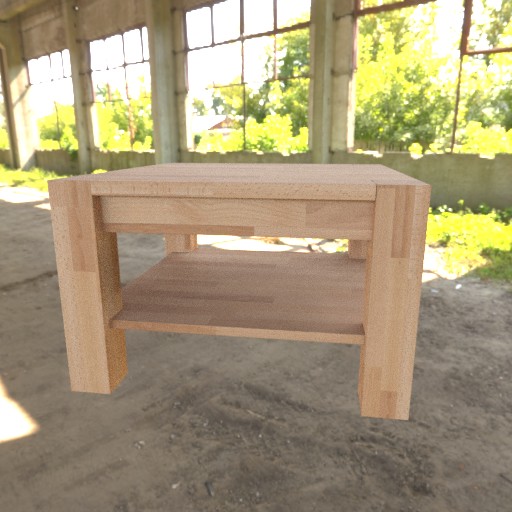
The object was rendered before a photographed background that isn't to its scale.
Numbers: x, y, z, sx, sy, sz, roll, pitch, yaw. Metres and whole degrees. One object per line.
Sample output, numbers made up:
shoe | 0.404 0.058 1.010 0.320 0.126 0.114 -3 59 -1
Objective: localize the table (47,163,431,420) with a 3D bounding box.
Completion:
table | 0.000 0.000 1.184 0.700 0.451 0.700 2 15 8
